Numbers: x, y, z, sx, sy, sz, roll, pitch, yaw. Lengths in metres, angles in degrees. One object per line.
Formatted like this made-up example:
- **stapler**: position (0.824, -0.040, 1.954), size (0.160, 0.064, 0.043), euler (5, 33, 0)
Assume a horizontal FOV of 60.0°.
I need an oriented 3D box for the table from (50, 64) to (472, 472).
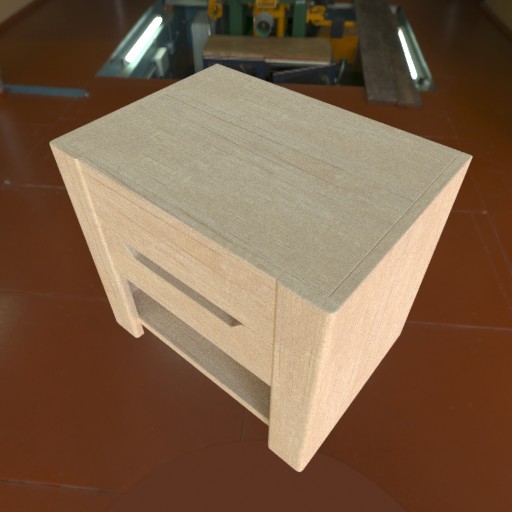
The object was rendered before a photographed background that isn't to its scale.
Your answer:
- **table**: position (0.000, 0.000, 0.917), size (0.570, 0.510, 0.420), euler (31, 53, 26)
